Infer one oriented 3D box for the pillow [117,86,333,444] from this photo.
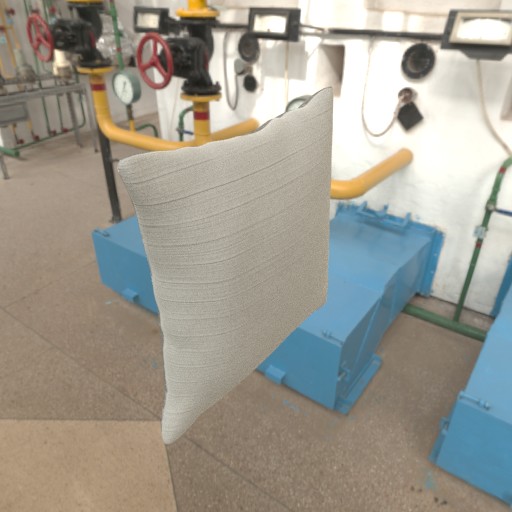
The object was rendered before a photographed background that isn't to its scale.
[{"bbox_3d":[0.000,0.000,0.732,0.175,0.464,0.470,21,37,31],"label":"pillow"}]
